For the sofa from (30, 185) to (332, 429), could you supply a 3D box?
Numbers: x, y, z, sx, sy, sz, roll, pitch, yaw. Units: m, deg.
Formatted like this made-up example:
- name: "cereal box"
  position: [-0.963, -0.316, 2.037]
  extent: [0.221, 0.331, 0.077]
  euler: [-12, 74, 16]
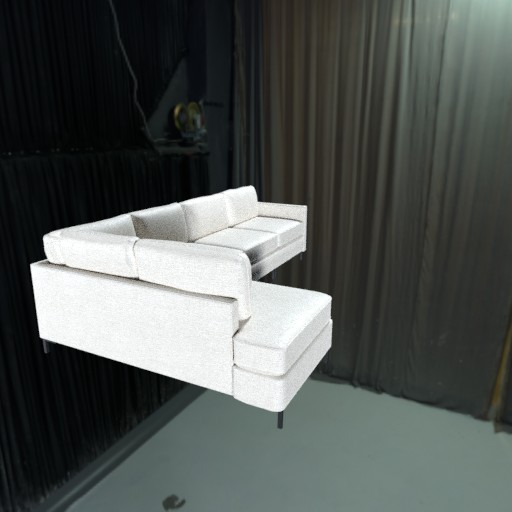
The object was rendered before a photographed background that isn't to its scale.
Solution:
- name: "sofa"
  position: [0.000, 0.000, 4.278]
  extent: [2.048, 0.996, 3.384]
  euler: [8, 18, 26]
